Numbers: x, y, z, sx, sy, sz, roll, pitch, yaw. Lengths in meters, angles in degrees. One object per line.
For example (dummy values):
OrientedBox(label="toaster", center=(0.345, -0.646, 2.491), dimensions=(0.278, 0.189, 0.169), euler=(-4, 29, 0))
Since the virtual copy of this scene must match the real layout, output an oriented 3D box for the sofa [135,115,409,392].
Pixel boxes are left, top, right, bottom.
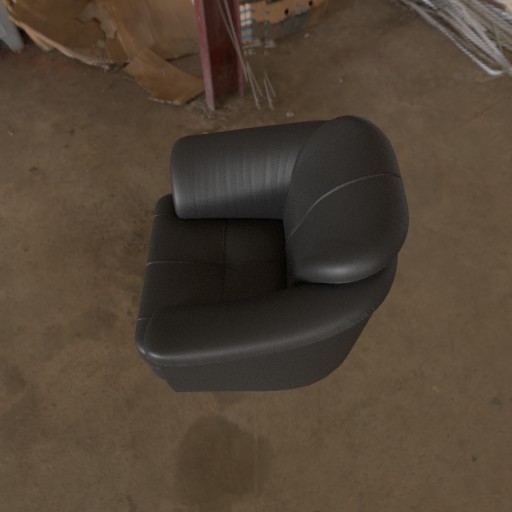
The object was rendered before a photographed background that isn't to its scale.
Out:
OrientedBox(label="sofa", center=(0.000, 0.000, 1.526), dimensions=(0.794, 0.811, 0.870), euler=(0, 57, 0))
